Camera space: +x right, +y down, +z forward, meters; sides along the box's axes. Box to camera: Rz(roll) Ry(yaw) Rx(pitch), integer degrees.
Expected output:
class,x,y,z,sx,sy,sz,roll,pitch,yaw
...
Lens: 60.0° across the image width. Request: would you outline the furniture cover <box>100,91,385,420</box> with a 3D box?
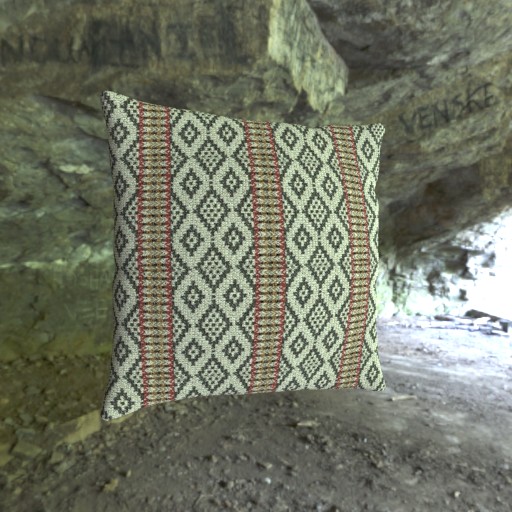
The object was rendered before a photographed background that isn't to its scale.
class,x,y,z,sx,sy,sz,roll,pitch,yaw
furniture cover,0.000,0.000,0.759,0.503,0.506,0.182,0,0,-18
